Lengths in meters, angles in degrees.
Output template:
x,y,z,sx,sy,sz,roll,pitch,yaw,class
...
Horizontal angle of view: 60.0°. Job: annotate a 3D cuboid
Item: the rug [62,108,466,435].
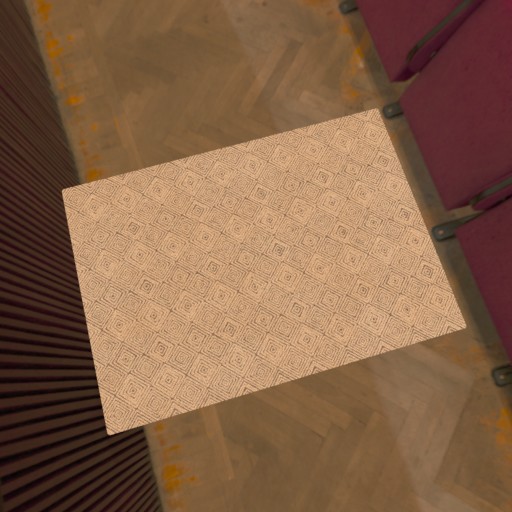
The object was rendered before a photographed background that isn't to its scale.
x,y,z,sx,sy,sz,roll,pitch,yaw,class
0.000,0.000,2.841,2.238,0.008,1.593,-16,76,-4,rug
